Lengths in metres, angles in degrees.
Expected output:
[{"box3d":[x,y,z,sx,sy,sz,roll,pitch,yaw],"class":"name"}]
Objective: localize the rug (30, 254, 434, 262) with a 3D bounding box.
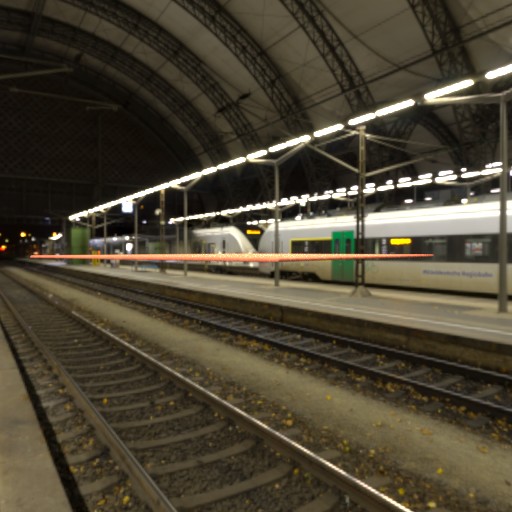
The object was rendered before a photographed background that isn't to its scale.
[{"box3d":[0.000,0.000,4.111,2.430,0.018,2.976,0,1,36],"class":"rug"}]
